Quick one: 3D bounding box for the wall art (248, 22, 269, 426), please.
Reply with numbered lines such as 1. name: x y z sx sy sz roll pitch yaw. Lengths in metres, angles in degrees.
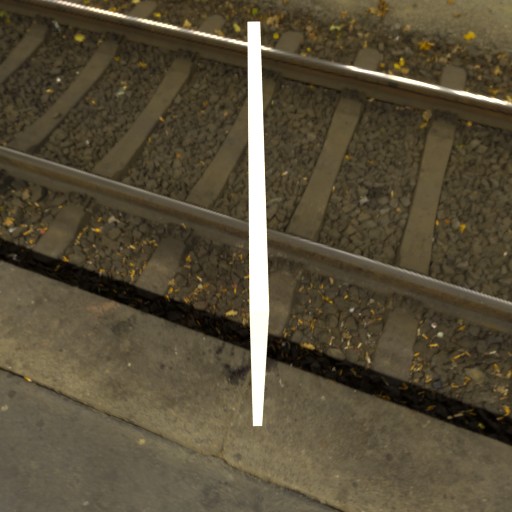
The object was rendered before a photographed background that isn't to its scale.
1. wall art: 0.000 0.000 1.110 0.026 0.811 0.661 -1 59 0
